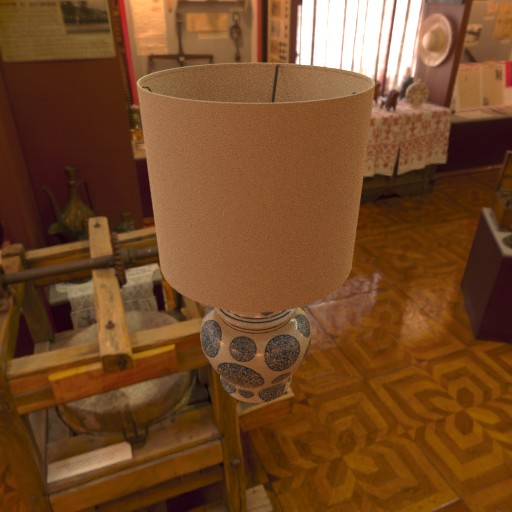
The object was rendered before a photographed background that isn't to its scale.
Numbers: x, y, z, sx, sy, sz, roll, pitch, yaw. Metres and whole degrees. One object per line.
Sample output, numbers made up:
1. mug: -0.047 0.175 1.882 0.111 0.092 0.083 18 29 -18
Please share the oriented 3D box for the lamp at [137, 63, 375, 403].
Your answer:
1. lamp: 0.000 0.000 0.506 0.215 0.381 0.215 -10 32 -16
